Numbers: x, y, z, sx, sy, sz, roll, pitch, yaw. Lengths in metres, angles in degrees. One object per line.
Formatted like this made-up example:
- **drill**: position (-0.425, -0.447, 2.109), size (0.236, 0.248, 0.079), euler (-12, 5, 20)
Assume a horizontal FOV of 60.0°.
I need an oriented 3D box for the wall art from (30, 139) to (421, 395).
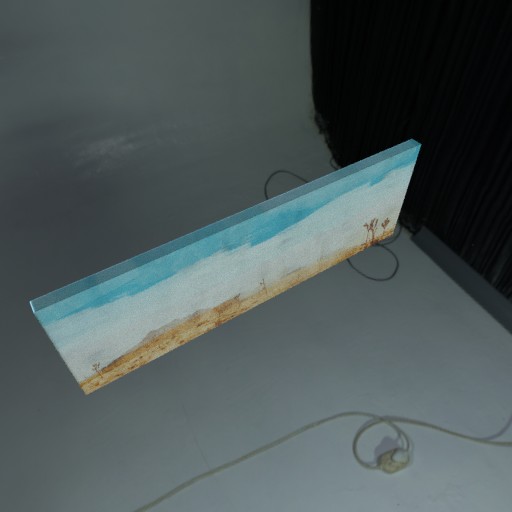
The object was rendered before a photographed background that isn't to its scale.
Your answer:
- **wall art**: position (0.000, 0.000, 0.852), size (0.759, 0.254, 0.044), euler (-25, 52, -22)
